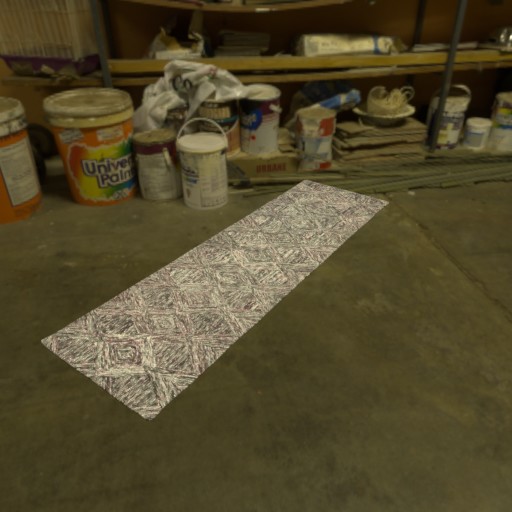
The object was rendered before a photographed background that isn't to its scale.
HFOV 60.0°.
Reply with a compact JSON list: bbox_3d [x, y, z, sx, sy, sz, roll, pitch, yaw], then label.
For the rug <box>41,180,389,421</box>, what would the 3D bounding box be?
[{"bbox_3d":[0.000,0.000,2.583,0.719,0.013,2.305,21,38,30],"label":"rug"}]
